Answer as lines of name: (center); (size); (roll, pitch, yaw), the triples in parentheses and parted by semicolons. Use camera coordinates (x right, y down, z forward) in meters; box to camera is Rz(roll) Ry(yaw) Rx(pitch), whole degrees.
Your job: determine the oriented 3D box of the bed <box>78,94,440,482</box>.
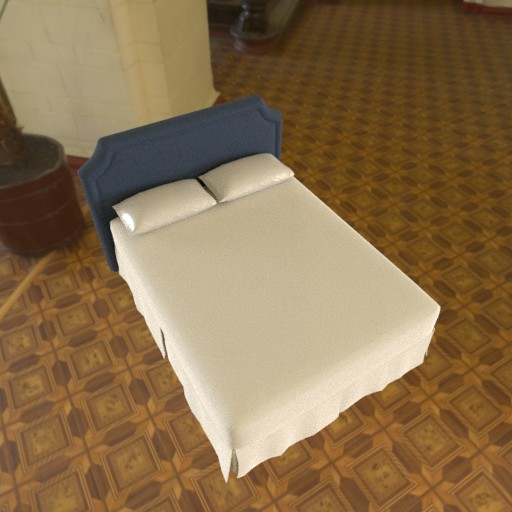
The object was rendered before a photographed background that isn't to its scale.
bed: (0.000, 0.000, 3.311); (1.831, 1.297, 2.260); (-24, 50, -21)
